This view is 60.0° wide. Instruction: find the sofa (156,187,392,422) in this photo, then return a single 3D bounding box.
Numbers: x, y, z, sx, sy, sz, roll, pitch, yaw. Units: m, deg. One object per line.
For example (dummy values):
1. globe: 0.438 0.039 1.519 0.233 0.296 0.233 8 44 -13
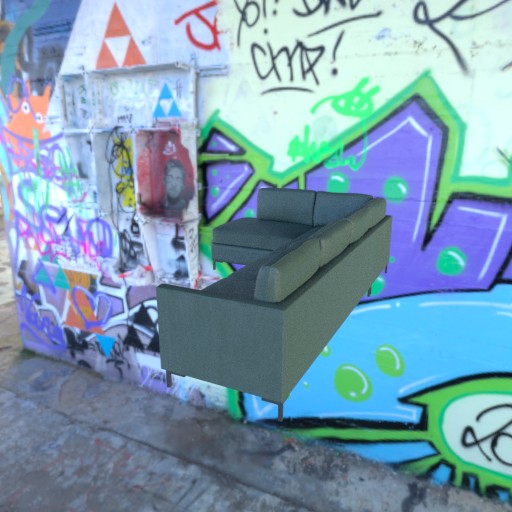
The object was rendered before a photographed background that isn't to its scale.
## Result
1. sofa: 0.000 0.000 4.434 2.048 0.996 3.384 8 17 26
